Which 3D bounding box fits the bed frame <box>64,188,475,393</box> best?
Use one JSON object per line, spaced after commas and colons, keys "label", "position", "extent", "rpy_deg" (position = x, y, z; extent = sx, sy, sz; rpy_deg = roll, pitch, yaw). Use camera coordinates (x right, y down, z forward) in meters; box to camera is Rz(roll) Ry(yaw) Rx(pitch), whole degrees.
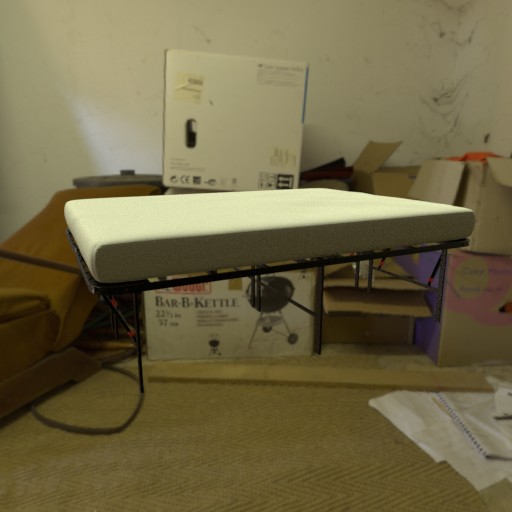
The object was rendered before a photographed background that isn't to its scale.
{"label": "bed frame", "position": [0.000, 0.000, 2.523], "extent": [1.905, 0.637, 1.372], "rpy_deg": [-7, 15, -25]}
